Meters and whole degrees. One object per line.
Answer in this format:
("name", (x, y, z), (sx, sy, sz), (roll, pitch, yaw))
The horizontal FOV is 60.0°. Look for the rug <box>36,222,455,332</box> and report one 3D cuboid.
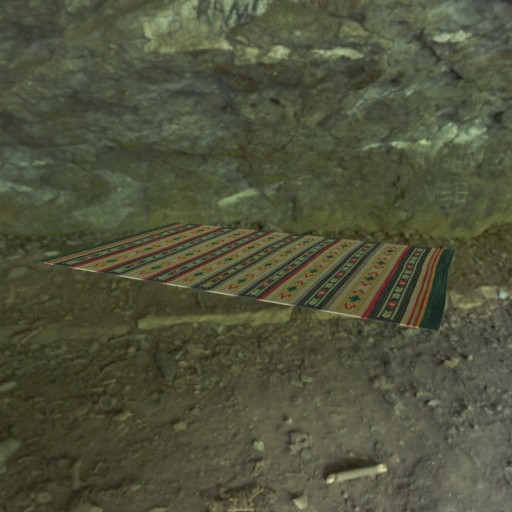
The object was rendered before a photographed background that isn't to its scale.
("rug", (0.000, 0.000, 3.021), (2.447, 0.011, 1.520), (7, 17, 25))
